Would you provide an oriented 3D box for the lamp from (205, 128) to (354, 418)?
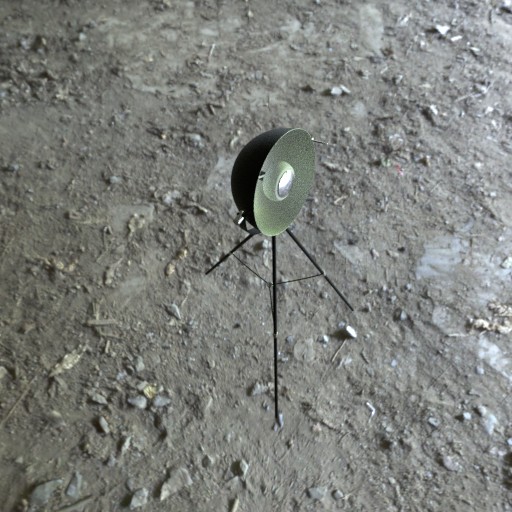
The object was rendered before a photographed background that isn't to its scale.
[{"bbox_3d":[0.000,0.000,2.072,0.920,1.512,0.817,31,63,17],"label":"lamp"}]
